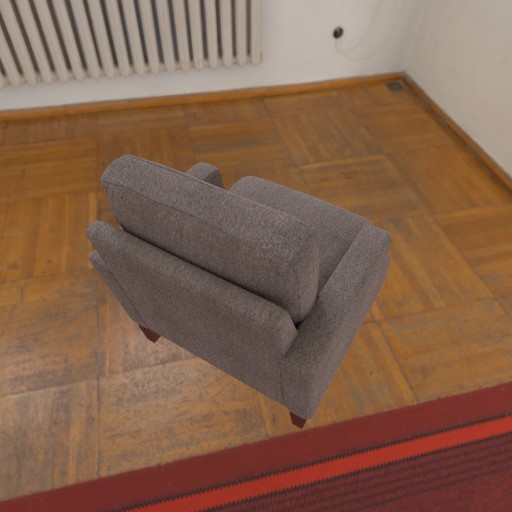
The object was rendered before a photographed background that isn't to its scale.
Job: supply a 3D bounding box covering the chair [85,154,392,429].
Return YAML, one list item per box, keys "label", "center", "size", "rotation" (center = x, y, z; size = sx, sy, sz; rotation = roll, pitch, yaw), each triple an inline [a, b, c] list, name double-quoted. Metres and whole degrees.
- label: "chair"
  center: [0.000, 0.000, 1.679]
  size: [0.855, 0.993, 0.897]
  rotation: [24, 51, 21]
